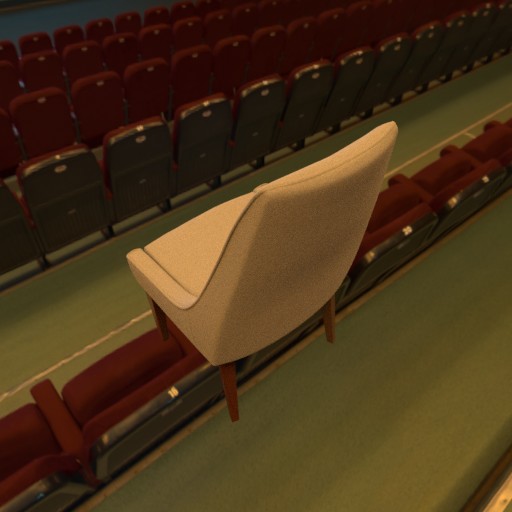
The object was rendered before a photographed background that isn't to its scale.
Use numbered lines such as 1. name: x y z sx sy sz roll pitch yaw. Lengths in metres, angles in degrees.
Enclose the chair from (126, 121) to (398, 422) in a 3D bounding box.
1. chair: 0.000 0.000 1.211 0.529 0.861 0.544 -31 53 -28
